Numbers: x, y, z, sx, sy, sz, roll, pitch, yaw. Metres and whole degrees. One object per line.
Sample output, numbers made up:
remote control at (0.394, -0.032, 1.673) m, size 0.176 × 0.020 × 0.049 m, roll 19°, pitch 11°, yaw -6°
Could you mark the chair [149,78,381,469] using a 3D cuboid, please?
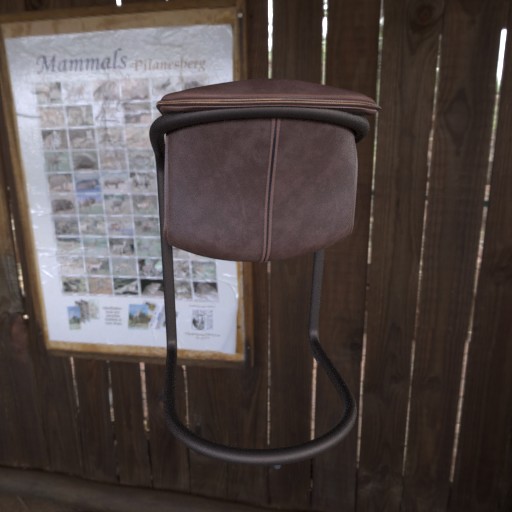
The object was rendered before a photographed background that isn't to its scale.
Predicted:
chair at (0.000, 0.000, 1.212) m, size 0.536 × 0.836 × 0.664 m, roll -2°, pitch 13°, yaw -8°
